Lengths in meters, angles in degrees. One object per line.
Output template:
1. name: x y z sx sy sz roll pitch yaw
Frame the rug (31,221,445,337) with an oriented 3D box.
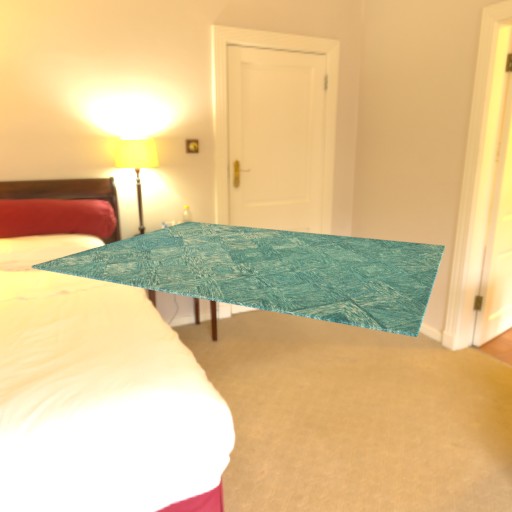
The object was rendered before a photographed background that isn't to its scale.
1. rug: 0.000 0.000 4.253 3.217 0.027 2.405 7 16 25
